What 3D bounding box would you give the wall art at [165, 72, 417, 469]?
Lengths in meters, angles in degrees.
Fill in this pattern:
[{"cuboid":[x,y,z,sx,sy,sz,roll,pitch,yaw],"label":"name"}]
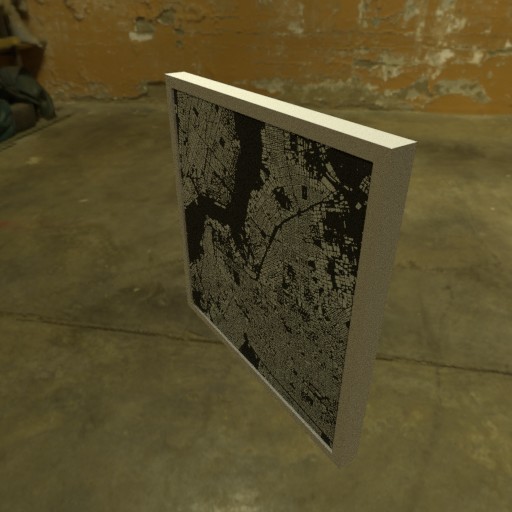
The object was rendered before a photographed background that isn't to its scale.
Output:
[{"cuboid":[0.000,0.000,0.739,0.038,0.506,0.506,-20,37,-29],"label":"wall art"}]
